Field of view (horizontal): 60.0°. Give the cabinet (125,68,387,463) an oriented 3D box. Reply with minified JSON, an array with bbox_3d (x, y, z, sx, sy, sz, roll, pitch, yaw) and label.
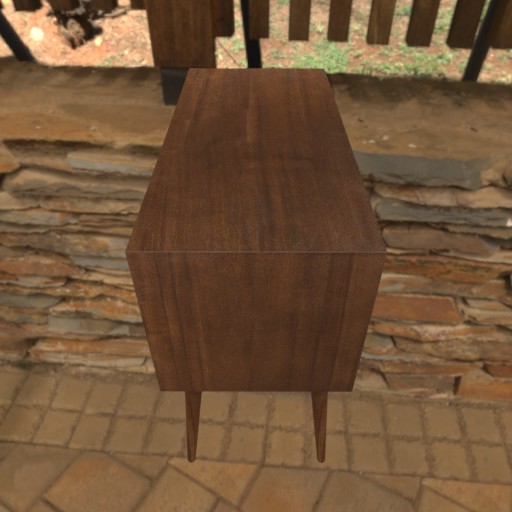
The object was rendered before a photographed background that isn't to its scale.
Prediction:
[{"bbox_3d":[0.000,0.000,1.090,0.354,0.654,0.743,0,41,0],"label":"cabinet"}]
